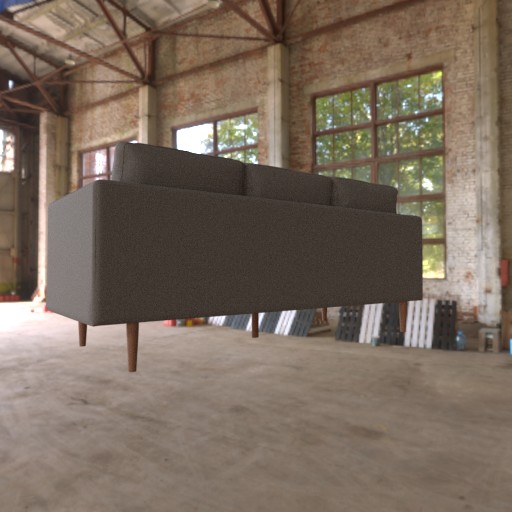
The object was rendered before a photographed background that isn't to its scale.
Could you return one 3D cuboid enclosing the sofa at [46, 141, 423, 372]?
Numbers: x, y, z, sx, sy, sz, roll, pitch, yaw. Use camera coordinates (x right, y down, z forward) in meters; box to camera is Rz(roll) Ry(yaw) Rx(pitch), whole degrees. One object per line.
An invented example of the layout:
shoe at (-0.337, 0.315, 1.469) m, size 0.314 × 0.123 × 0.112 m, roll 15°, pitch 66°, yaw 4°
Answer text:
sofa at (0.000, 0.000, 2.486) m, size 2.029 × 0.912 × 0.802 m, roll 1°, pitch -2°, yaw -37°
